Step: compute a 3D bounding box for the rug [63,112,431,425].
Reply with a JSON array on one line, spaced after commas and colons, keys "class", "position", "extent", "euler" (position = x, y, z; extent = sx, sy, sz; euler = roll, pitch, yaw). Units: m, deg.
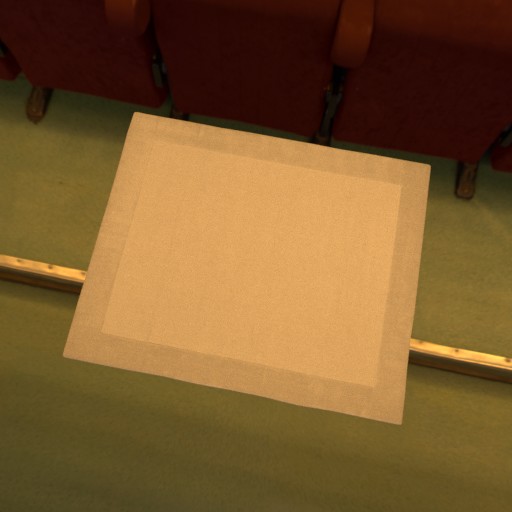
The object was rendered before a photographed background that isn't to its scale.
[{"class": "rug", "position": [0.000, 0.000, 4.076], "extent": [2.976, 0.018, 2.430], "euler": [11, 77, 3]}]
